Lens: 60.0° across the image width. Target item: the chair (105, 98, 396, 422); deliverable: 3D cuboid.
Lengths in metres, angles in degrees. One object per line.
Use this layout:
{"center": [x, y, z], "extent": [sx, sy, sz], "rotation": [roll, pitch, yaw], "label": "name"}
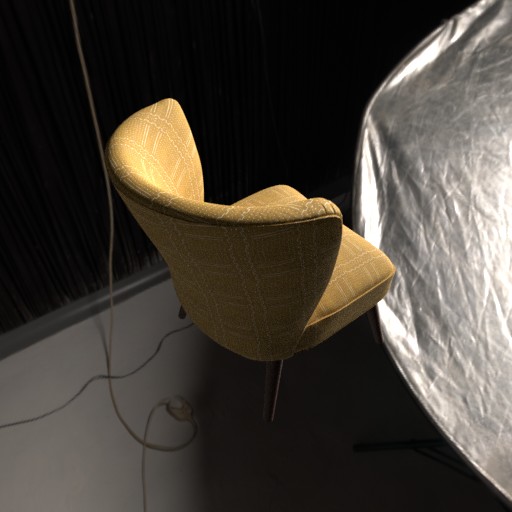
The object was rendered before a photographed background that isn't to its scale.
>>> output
{"center": [0.000, 0.000, 1.406], "extent": [0.758, 0.866, 0.706], "rotation": [-28, 49, -27], "label": "chair"}
